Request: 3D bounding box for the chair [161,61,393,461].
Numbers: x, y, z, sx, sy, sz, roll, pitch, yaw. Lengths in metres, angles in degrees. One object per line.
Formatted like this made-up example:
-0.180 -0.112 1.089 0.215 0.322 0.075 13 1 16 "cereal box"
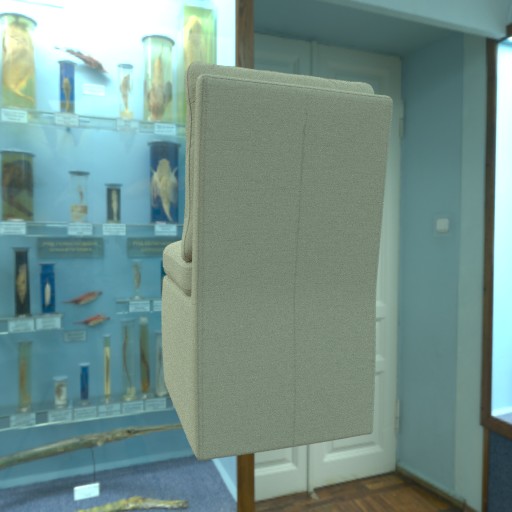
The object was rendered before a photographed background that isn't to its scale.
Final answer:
0.000 0.000 1.331 0.503 0.927 0.698 -1 2 -18 "chair"
